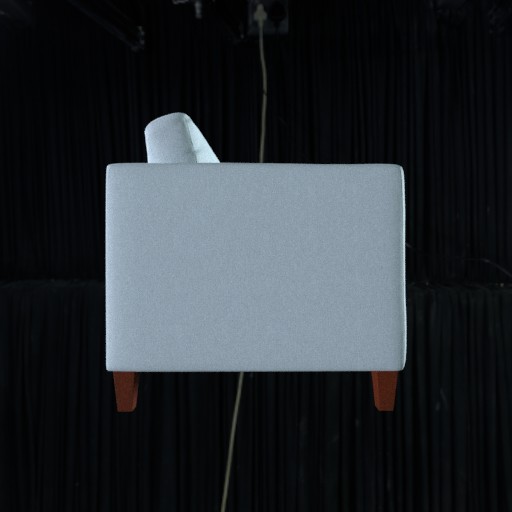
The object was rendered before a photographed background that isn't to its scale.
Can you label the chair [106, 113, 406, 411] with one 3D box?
[{"bbox_3d":[0.000,0.000,1.872,0.953,0.961,1.107,0,0,-1],"label":"chair"}]
